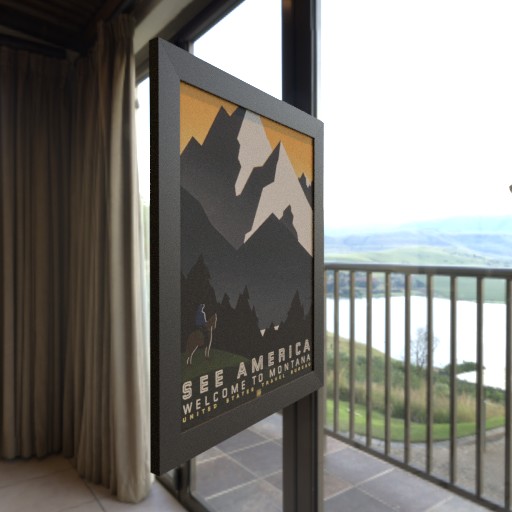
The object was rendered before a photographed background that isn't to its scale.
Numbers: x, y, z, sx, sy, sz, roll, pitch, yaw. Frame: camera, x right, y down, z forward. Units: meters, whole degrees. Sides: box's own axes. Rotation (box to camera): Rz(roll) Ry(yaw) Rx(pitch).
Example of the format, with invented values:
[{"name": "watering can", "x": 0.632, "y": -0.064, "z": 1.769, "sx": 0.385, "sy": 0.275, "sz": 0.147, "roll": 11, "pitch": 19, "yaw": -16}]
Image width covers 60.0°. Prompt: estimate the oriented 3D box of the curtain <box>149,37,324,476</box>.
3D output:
[{"name": "curtain", "x": 0.000, "y": 0.000, "z": 0.794, "sx": 0.027, "sy": 0.585, "sz": 0.483, "roll": 1, "pitch": 1, "yaw": 35}]
